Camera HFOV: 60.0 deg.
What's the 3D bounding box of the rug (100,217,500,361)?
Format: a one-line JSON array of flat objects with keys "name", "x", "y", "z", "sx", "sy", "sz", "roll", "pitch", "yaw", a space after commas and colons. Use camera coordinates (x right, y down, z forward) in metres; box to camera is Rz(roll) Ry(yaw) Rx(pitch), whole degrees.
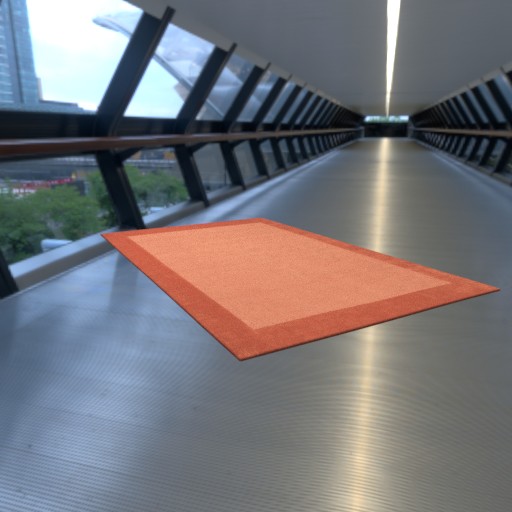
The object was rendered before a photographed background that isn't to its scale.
[{"name": "rug", "x": 0.000, "y": 0.000, "z": 2.950, "sx": 1.524, "sy": 0.014, "sz": 2.438, "roll": -8, "pitch": 17, "yaw": -29}]
